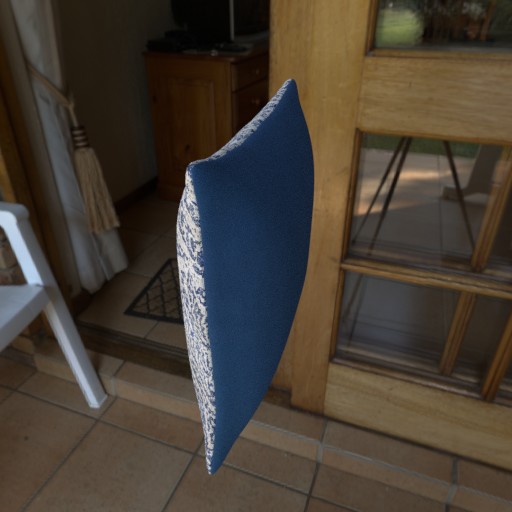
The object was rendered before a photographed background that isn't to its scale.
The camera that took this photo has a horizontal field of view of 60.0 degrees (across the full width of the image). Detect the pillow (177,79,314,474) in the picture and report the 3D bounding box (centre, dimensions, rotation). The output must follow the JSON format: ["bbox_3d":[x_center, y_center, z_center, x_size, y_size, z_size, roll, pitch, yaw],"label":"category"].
[{"bbox_3d":[0.000,0.000,0.780,0.166,0.510,0.523,8,32,13],"label":"pillow"}]
